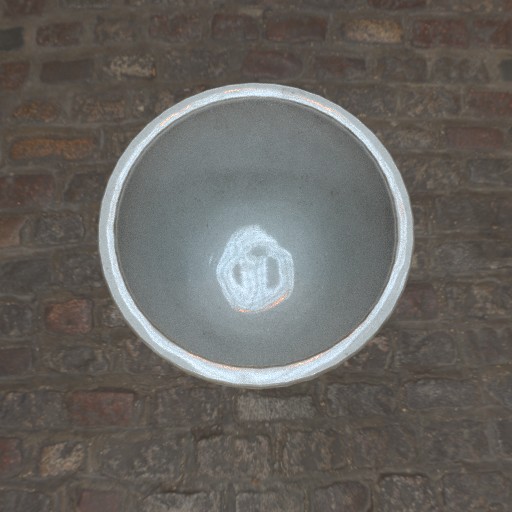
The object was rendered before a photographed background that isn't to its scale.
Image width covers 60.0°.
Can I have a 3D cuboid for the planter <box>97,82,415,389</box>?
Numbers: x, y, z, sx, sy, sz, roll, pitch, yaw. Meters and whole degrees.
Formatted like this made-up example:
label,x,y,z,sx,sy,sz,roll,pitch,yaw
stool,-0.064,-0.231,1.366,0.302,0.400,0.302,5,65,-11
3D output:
label,x,y,z,sx,sy,sz,roll,pitch,yaw
planter,0.000,0.000,0.314,0.173,0.160,0.173,0,77,0
